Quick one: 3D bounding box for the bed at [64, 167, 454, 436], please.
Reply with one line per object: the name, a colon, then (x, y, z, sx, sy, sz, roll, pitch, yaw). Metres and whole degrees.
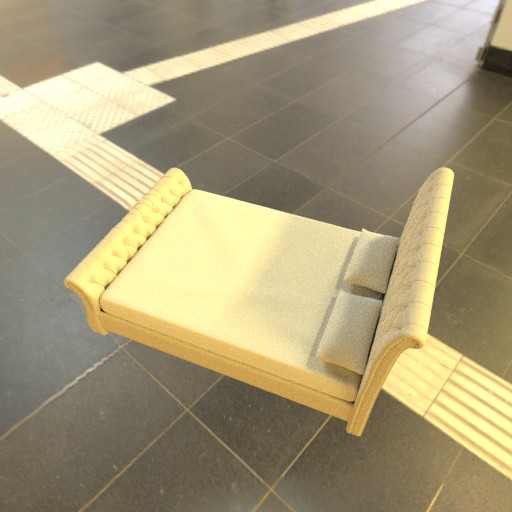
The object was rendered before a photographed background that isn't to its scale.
bed: (0.000, 0.000, 3.491, 2.493, 1.268, 1.606, 16, 48, 16)
